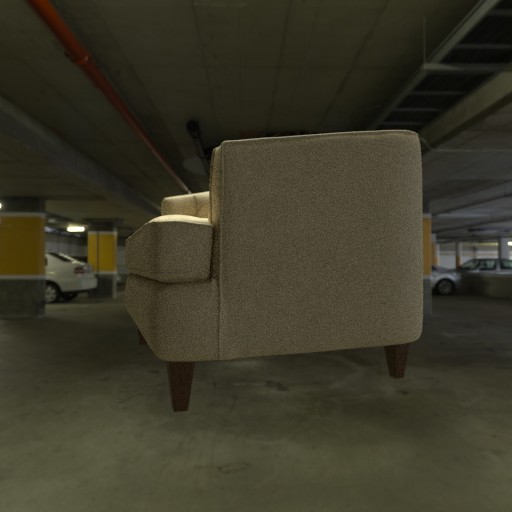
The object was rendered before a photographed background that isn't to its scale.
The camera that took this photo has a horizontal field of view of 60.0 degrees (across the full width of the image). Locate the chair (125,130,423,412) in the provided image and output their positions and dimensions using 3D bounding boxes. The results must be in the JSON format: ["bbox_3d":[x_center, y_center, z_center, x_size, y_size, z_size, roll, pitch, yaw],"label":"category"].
[{"bbox_3d":[0.000,0.000,1.691,0.914,0.787,1.118,0,-1,-20],"label":"chair"}]
